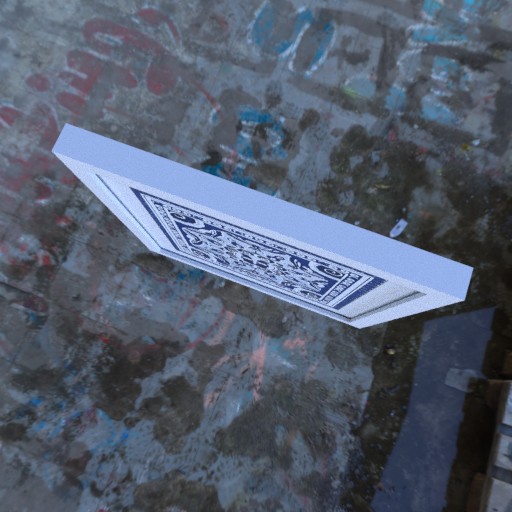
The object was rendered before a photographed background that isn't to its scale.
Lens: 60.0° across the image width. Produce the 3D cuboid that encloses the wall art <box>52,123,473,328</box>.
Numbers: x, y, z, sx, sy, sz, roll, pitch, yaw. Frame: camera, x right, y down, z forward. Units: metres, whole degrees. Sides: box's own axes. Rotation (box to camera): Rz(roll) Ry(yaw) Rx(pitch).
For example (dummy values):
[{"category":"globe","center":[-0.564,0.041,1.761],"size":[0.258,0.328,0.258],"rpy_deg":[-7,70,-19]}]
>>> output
[{"category":"wall art","center":[0.000,0.000,0.532],"size":[0.355,0.355,0.027],"rpy_deg":[20,78,4]}]
